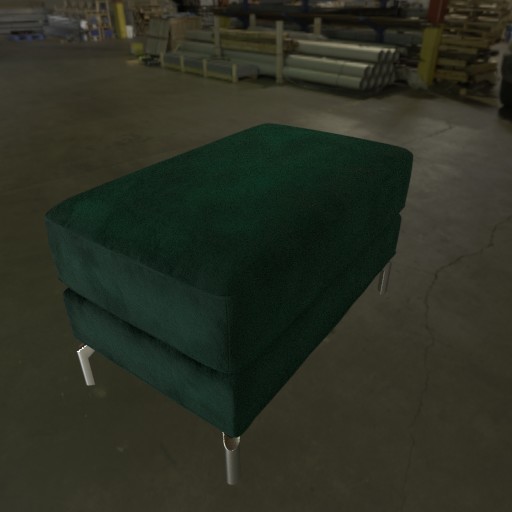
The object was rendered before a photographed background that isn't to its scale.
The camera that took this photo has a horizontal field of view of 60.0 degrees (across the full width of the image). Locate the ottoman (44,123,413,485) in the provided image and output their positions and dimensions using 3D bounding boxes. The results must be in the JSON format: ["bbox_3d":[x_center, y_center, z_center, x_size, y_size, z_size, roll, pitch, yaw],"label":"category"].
[{"bbox_3d":[0.000,0.000,1.220,0.536,0.533,0.886,20,37,30],"label":"ottoman"}]
